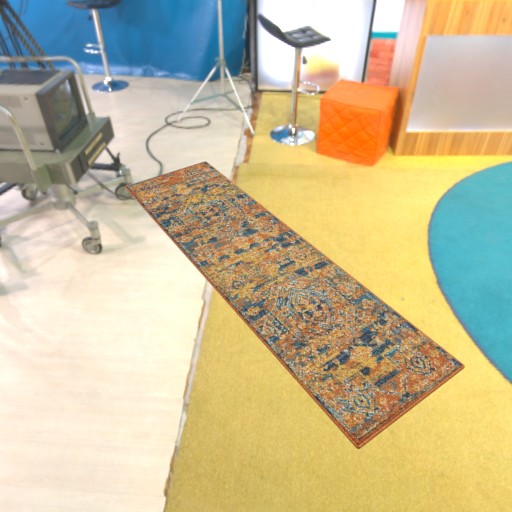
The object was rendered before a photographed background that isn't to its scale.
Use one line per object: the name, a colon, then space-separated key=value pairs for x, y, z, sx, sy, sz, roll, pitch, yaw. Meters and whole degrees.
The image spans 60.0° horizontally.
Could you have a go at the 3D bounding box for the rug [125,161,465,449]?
rug: x=0.000 y=0.000 z=2.505 sx=0.651 sy=0.016 sz=2.274 roll=-24 pitch=46 yaw=-26
